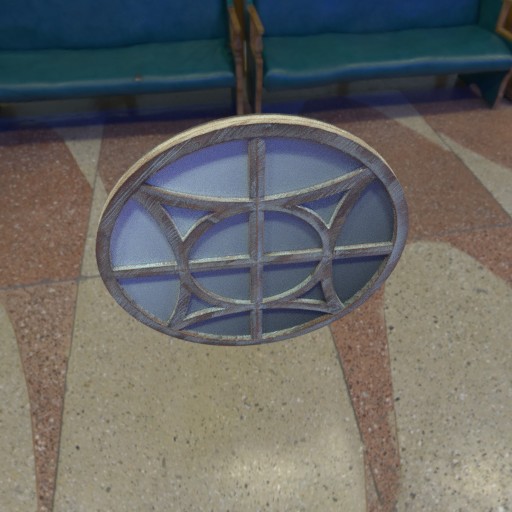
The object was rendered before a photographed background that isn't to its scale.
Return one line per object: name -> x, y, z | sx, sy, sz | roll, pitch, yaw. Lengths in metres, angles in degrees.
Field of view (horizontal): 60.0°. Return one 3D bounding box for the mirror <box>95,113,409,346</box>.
mirror -> 0.000, 0.000, 1.042 | 0.710, 0.710, 0.038 | -5, 47, -5
